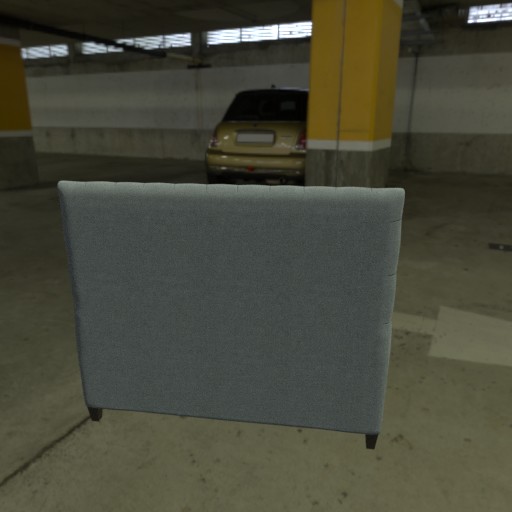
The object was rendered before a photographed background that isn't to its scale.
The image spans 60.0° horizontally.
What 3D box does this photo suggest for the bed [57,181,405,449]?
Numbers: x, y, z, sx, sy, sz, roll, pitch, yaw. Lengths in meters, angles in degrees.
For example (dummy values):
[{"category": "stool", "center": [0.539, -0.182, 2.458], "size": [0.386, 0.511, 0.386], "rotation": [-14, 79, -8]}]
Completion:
[{"category": "bed", "center": [0.000, 0.000, 3.374], "size": [1.698, 1.411, 2.335], "rotation": [3, 18, 8]}]
